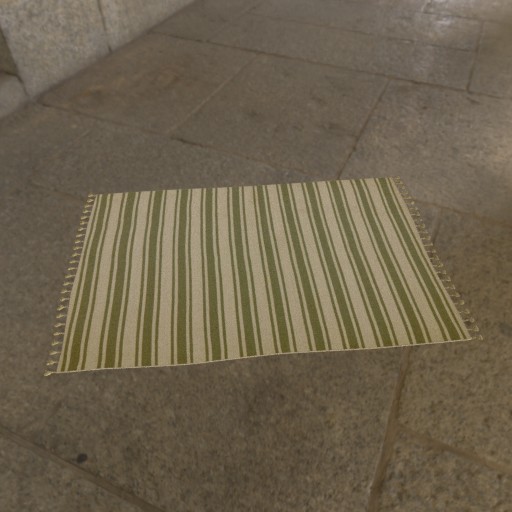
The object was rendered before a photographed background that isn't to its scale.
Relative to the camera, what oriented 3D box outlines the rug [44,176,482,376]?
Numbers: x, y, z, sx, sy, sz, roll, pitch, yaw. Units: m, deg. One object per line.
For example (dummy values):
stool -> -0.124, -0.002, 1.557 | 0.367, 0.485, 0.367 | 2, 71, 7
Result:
rug -> 0.000, 0.000, 2.246 | 1.875, 0.013, 1.162 | -4, 47, -4
